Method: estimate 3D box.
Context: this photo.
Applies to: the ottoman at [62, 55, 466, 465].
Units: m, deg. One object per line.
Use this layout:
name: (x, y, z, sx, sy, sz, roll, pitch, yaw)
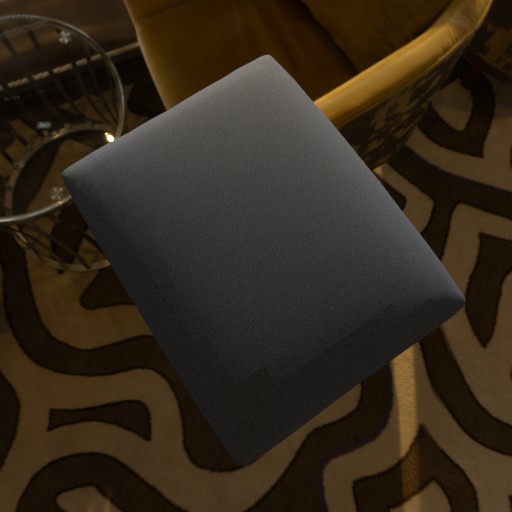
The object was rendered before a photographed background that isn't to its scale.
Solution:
ottoman: (0.000, 0.000, 1.117, 0.584, 0.513, 0.741, -33, 78, -8)
